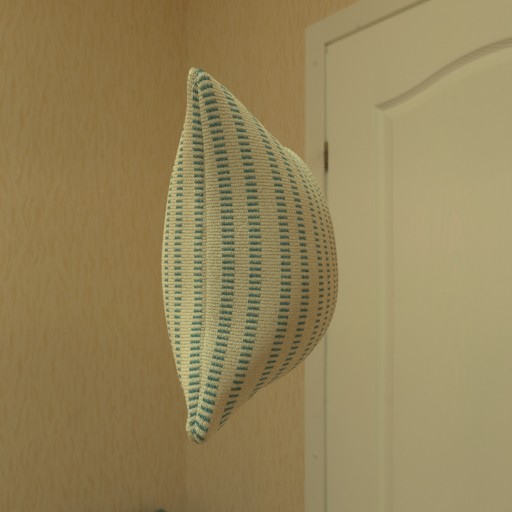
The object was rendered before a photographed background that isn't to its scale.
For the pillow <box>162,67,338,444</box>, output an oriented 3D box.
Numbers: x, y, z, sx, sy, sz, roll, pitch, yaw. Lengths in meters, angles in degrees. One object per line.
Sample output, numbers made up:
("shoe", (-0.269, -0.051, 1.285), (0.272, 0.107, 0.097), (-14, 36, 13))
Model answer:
("pillow", (0.000, 0.000, 0.691), (0.247, 0.419, 0.438), (0, 0, 18))
